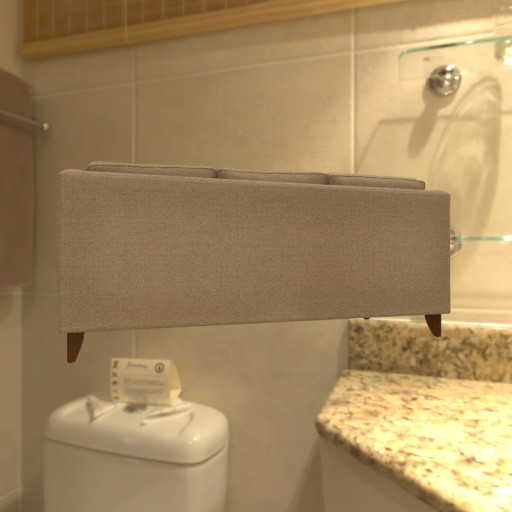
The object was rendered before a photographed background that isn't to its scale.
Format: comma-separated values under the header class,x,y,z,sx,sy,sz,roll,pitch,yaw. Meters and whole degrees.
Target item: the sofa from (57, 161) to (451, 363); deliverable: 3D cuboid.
class,x,y,z,sx,sy,sz,roll,pitch,yaw
sofa,0.000,0.000,2.557,2.031,0.914,0.865,0,0,-18
